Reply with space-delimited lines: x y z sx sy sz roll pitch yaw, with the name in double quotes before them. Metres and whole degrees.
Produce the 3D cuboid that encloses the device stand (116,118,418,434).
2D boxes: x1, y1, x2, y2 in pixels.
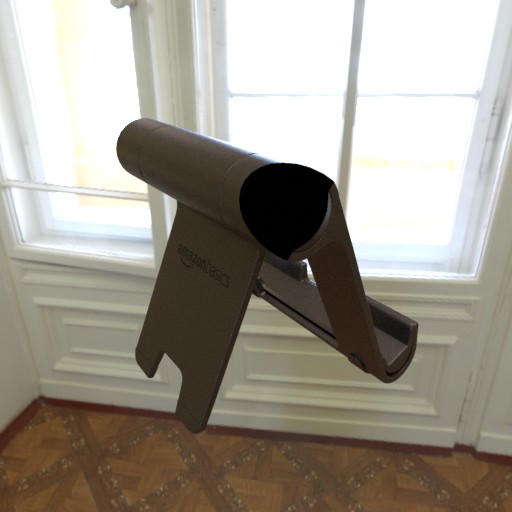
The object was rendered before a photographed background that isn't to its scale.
"device stand" 0.000 0.000 0.152 0.079 0.084 0.088 -18 31 -32
